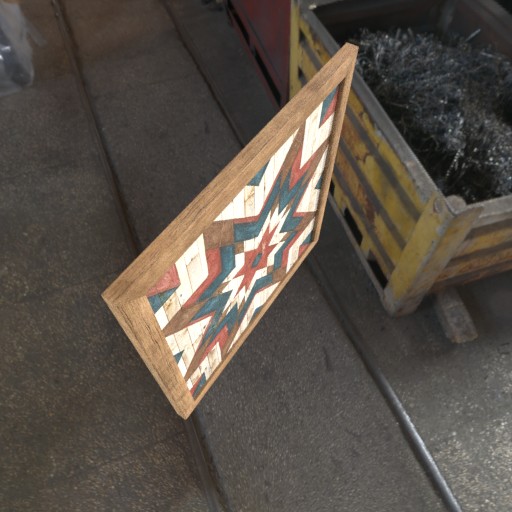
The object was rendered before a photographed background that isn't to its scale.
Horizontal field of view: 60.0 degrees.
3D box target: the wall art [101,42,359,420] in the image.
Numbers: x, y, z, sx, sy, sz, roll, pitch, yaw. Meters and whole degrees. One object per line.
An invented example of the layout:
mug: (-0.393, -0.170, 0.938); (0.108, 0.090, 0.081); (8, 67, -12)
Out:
wall art: (0.000, 0.000, 1.035); (0.029, 0.691, 0.695); (30, 63, 18)
